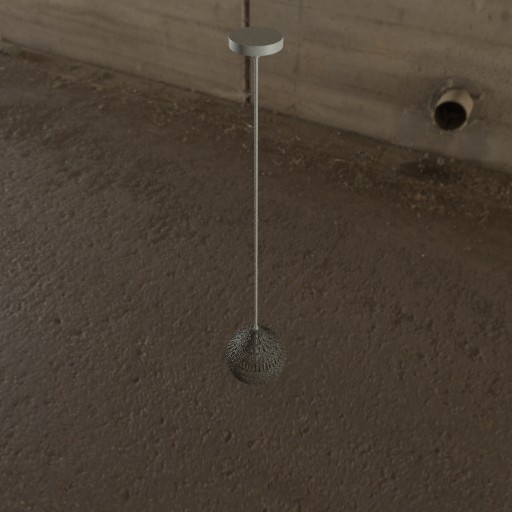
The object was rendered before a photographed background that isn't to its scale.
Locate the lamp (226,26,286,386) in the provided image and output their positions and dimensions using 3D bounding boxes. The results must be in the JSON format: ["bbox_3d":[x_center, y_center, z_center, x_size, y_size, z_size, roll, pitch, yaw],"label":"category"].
[{"bbox_3d":[0.000,0.000,2.039,0.355,1.919,0.355,-3,46,-3],"label":"lamp"}]
